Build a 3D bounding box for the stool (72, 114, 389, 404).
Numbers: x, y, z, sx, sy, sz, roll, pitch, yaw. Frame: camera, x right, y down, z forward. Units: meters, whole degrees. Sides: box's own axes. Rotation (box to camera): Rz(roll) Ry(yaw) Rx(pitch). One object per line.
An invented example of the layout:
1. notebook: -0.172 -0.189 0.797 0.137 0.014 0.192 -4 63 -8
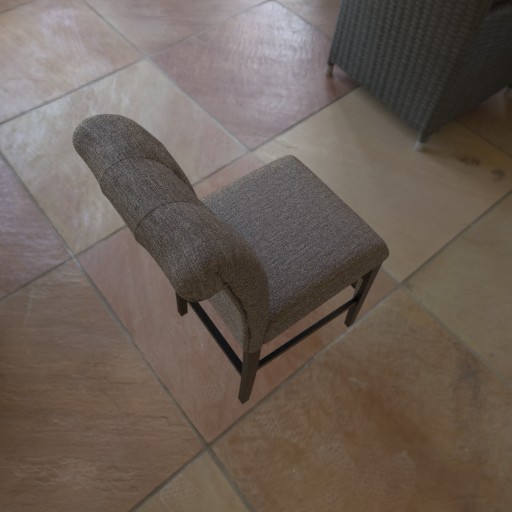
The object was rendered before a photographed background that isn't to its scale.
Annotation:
1. stool: 0.000 0.000 1.258 0.611 0.970 0.457 -32 64 -18
